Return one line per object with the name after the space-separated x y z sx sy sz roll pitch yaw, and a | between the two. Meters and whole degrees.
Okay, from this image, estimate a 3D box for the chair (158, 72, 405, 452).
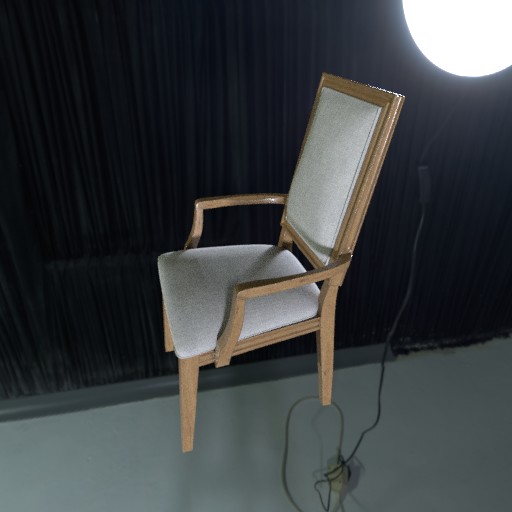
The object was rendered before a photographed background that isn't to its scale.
0.000 0.000 1.368 0.602 0.990 0.606 -8 30 -14 | chair
